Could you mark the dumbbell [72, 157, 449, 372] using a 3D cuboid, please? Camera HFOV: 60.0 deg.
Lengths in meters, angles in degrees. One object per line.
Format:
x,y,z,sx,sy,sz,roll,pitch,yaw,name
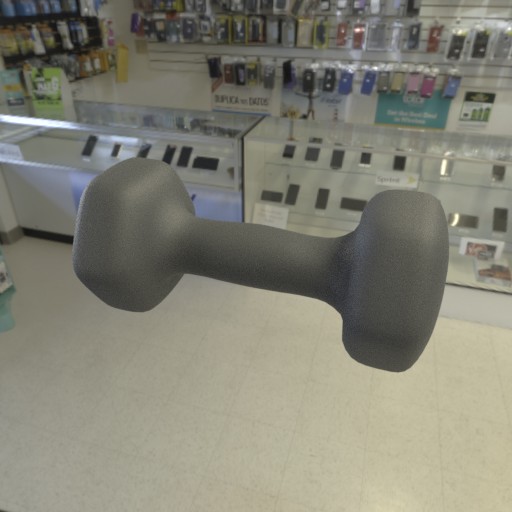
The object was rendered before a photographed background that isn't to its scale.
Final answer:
0.000,0.000,0.305,0.240,0.105,0.116,10,33,16,dumbbell
